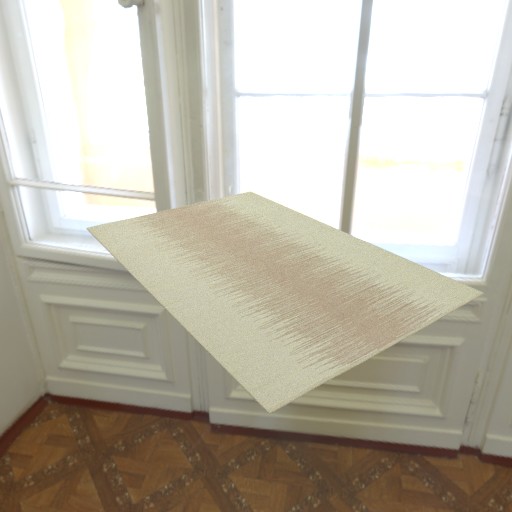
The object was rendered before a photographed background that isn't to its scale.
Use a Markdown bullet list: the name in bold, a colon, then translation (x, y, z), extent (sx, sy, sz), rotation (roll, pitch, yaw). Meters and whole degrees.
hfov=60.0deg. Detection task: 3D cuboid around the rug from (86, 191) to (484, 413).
- **rug**: translation (0.000, 0.000, 2.364), extent (1.234, 0.006, 1.850), rotation (-18, 31, -32)
